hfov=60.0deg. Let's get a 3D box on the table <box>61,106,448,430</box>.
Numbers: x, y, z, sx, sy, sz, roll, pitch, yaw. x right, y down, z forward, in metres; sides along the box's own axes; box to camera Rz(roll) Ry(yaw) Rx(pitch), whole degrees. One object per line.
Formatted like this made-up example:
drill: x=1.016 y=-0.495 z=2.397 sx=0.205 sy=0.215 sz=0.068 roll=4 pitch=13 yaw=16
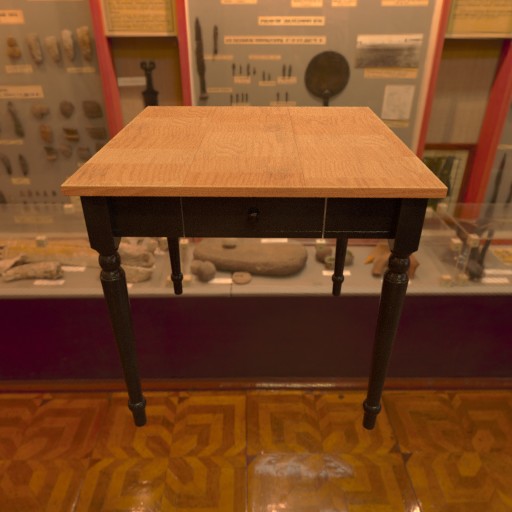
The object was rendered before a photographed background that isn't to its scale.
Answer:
table: x=0.000 y=0.000 z=1.361 sx=0.747 sy=0.738 sz=0.747 roll=0 pitch=30 yaw=1
